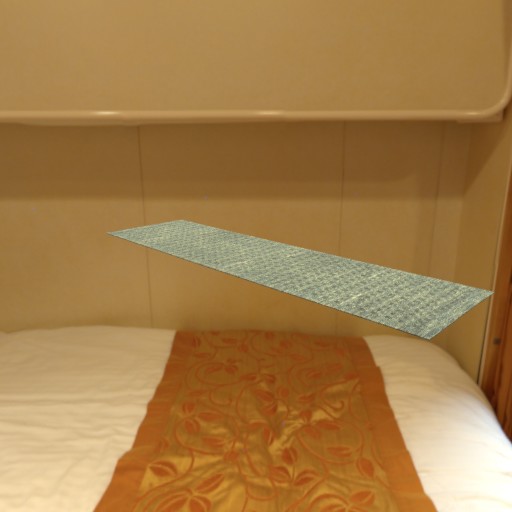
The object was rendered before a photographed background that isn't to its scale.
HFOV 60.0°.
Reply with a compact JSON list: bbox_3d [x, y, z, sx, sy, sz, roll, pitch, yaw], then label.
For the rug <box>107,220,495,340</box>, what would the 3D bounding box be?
[{"bbox_3d":[0.000,0.000,2.653,0.688,0.008,2.443,-15,22,-43],"label":"rug"}]
